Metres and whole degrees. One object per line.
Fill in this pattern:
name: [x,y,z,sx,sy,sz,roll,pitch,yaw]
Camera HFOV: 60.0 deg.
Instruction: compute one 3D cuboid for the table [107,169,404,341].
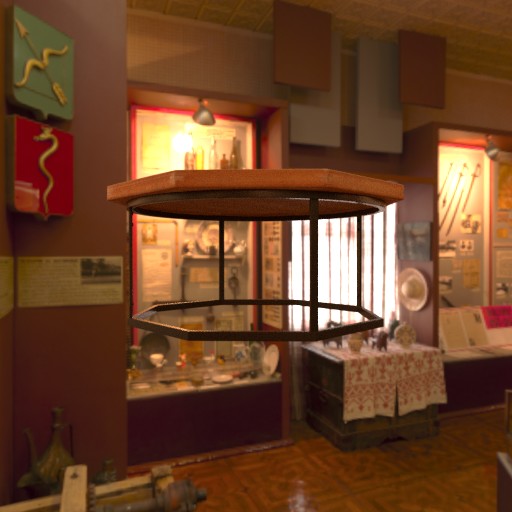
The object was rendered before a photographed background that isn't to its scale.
table: [0.000,0.000,1.575,1.002,0.444,1.002,0,0,0]
